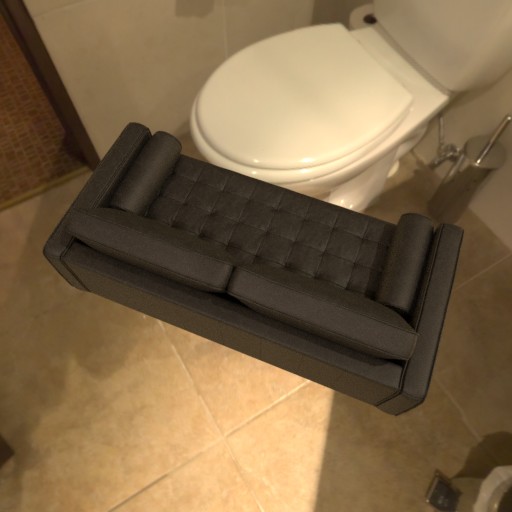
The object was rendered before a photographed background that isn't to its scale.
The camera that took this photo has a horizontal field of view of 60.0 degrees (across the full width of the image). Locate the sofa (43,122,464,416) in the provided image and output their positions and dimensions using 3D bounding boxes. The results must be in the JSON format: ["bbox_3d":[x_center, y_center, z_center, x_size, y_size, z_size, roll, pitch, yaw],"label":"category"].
[{"bbox_3d":[0.000,0.000,2.299,1.879,0.770,0.921,20,65,10],"label":"sofa"}]
